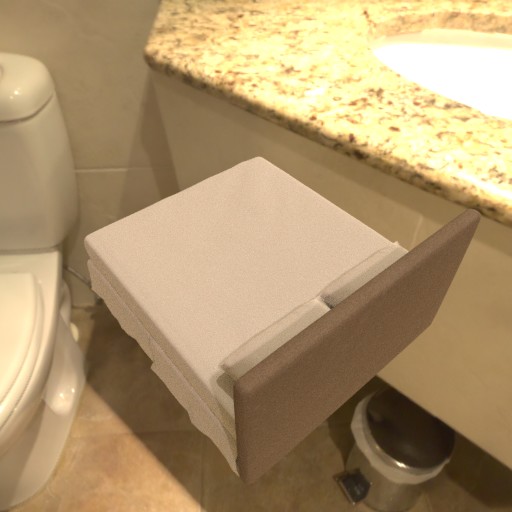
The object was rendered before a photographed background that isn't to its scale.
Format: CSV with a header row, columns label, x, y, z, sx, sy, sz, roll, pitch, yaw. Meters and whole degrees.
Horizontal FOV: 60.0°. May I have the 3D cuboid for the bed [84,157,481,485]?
label,x,y,z,sx,sy,sz,roll,pitch,yaw
bed,0.000,0.000,3.552,2.119,1.317,2.341,-31,53,-27
